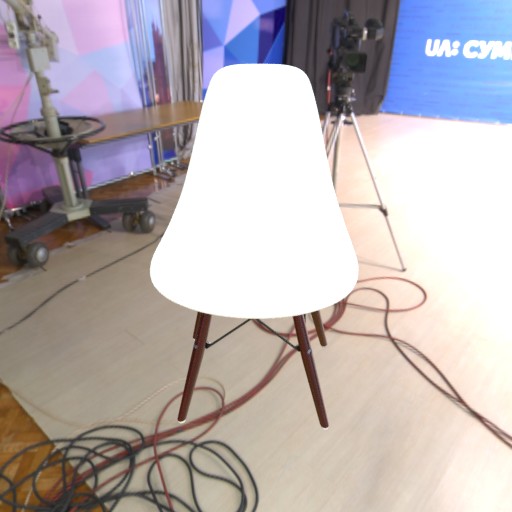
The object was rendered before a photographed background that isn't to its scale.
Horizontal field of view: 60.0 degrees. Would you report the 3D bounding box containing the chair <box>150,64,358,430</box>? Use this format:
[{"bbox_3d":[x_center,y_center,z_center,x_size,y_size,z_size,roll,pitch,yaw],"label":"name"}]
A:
[{"bbox_3d":[0.000,0.000,1.114,0.470,0.826,0.533,1,31,2],"label":"chair"}]
